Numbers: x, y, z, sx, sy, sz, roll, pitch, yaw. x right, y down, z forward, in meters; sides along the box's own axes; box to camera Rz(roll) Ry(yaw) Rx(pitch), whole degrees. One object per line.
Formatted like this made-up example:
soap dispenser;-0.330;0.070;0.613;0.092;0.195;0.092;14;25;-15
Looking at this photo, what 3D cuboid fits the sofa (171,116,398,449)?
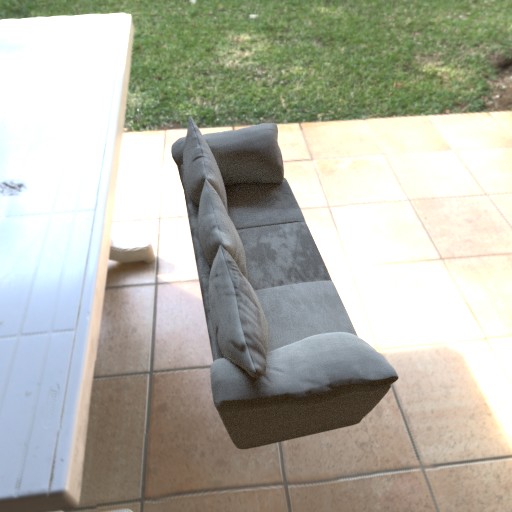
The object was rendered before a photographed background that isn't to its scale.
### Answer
sofa;0.000;0.000;2.968;0.893;0.981;2.377;-9;47;-9
